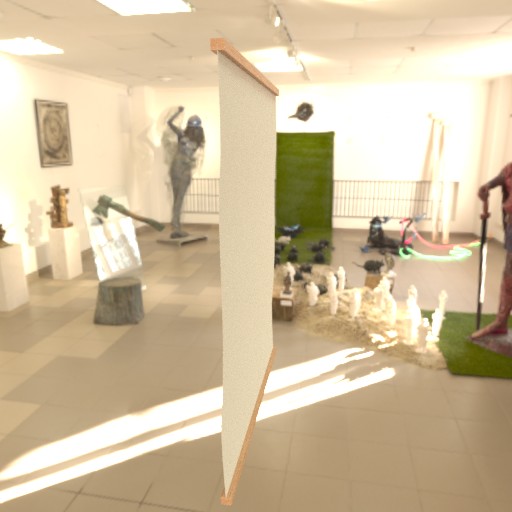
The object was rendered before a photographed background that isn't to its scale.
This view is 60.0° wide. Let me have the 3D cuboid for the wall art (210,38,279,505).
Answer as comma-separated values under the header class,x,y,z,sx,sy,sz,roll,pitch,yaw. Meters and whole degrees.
class,x,y,z,sx,sy,sz,roll,pitch,yaw
wall art,0.000,0.000,0.657,0.013,0.508,0.406,2,14,10
